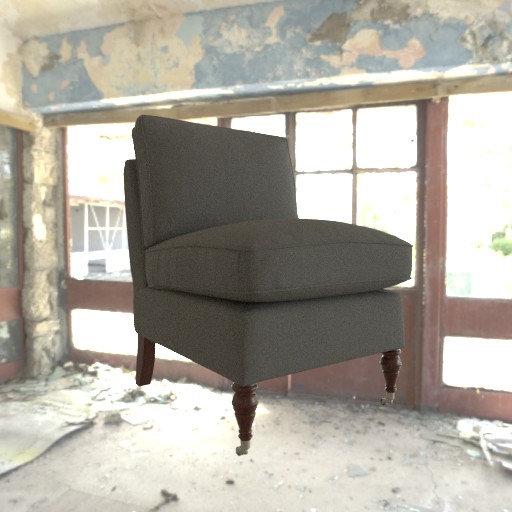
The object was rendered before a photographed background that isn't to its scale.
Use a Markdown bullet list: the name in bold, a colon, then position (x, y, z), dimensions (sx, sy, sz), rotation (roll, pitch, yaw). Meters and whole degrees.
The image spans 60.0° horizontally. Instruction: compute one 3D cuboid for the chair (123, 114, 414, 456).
- **chair**: position (0.000, 0.000, 1.650), dimensions (0.724, 1.045, 0.924), rotation (-2, 4, -35)
